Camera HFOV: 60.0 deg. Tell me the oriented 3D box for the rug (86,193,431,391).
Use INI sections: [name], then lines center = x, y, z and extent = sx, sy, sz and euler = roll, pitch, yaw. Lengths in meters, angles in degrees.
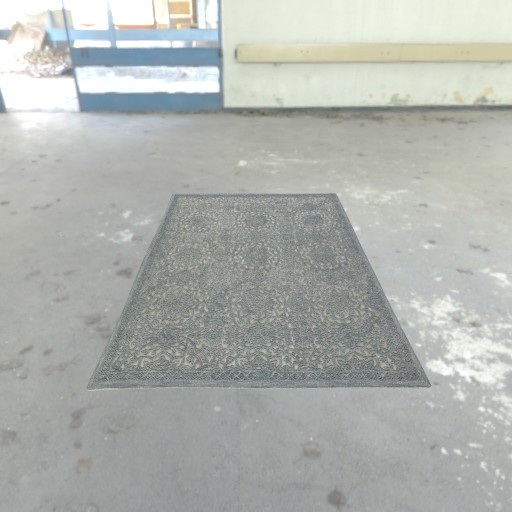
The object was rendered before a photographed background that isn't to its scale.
[rug]
center = 0.000, 0.000, 3.059
extent = 1.535, 0.022, 2.498
euler = 0, 28, -1
